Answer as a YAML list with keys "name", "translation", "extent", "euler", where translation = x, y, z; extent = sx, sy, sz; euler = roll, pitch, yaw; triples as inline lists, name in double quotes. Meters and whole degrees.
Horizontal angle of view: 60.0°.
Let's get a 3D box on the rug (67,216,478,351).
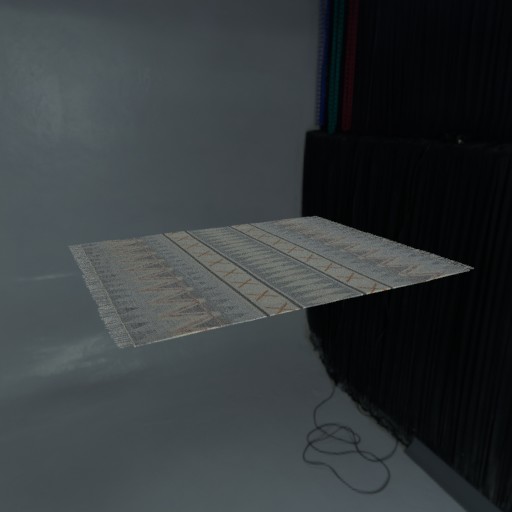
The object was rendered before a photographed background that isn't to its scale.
- name: "rug"
  translation: [0.000, 0.000, 4.062]
  extent: [3.000, 0.012, 2.371]
  euler: [-9, 19, -26]
